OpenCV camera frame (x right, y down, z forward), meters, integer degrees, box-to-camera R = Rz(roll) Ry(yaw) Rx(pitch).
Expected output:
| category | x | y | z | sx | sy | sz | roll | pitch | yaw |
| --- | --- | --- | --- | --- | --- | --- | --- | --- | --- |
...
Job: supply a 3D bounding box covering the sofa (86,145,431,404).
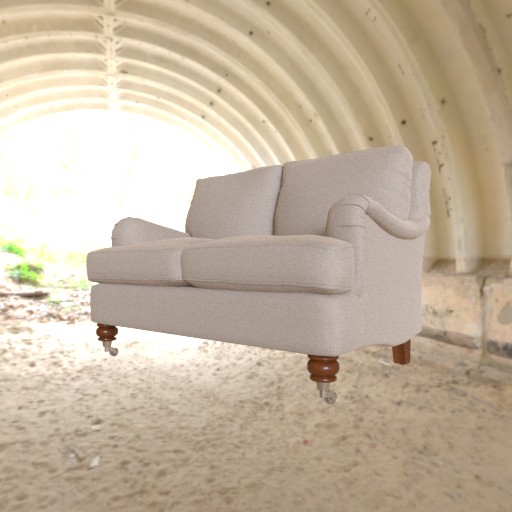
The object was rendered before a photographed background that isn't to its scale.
| category | x | y | z | sx | sy | sz | roll | pitch | yaw |
| --- | --- | --- | --- | --- | --- | --- | --- | --- | --- |
| sofa | 0.000 | 0.000 | 2.264 | 1.508 | 1.048 | 1.087 | -1 | -1 | 38 |
